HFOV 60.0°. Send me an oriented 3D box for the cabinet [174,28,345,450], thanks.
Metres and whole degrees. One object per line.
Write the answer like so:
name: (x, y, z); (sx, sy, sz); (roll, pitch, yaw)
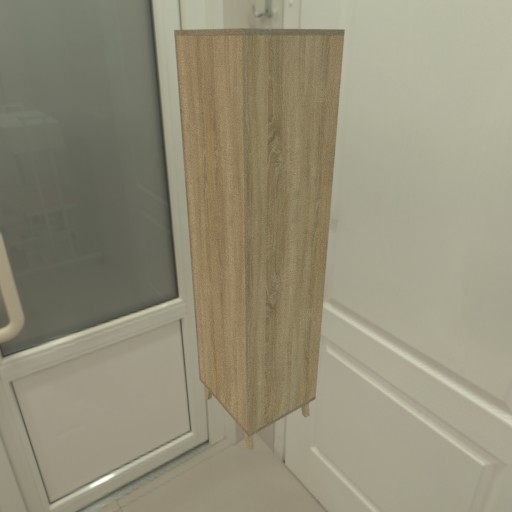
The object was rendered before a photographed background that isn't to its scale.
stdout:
cabinet: (0.000, 0.000, 2.156); (0.450, 1.960, 0.510); (-18, 31, -31)
